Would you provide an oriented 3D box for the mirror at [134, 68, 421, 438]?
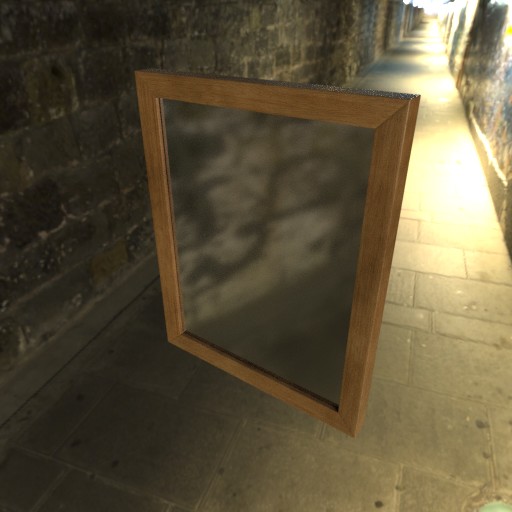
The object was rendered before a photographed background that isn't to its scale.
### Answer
[{"bbox_3d":[0.000,0.000,0.684,0.405,0.508,0.041,19,34,30],"label":"mirror"}]
